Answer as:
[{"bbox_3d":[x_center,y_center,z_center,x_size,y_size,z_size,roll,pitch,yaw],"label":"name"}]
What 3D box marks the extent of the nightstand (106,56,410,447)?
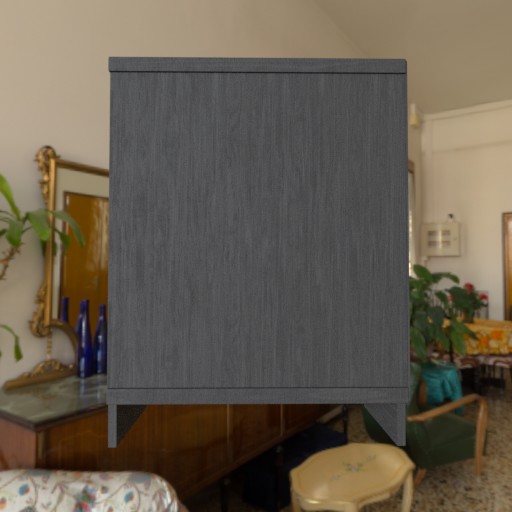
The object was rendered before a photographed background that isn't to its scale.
[{"bbox_3d":[0.000,0.000,0.720,0.347,0.448,0.427,0,-2,-1],"label":"nightstand"}]
